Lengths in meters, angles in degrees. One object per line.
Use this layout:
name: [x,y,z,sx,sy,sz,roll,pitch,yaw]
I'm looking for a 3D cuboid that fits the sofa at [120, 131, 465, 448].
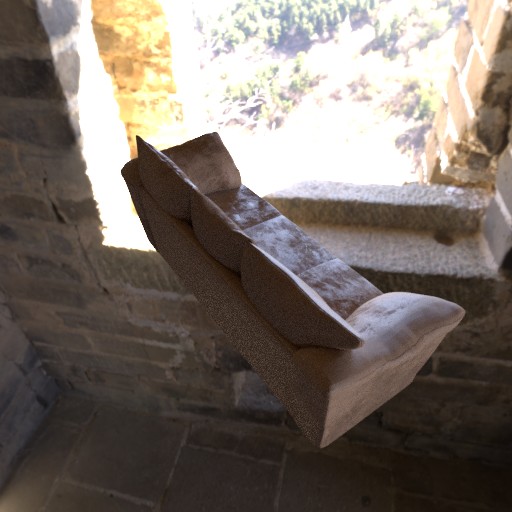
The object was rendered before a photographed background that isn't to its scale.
sofa: [0.000,0.000,2.854,0.893,0.981,2.377,-25,47,-25]
